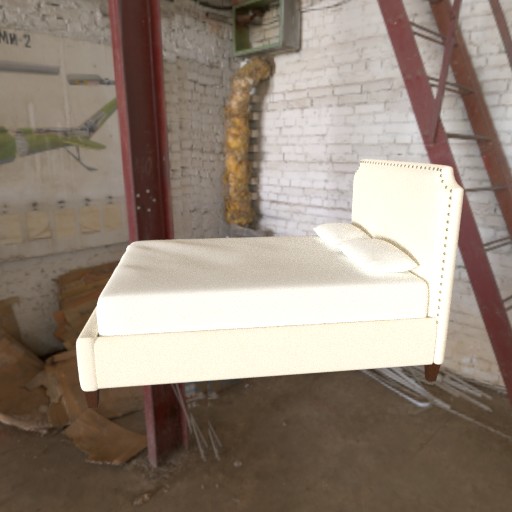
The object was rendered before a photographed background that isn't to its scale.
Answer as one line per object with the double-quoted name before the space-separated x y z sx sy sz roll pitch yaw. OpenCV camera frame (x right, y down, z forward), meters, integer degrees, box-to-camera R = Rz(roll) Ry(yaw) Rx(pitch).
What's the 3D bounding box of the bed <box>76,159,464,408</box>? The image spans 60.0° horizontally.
"bed" 0.000 0.000 3.475 2.365 1.443 1.712 -2 14 -8
